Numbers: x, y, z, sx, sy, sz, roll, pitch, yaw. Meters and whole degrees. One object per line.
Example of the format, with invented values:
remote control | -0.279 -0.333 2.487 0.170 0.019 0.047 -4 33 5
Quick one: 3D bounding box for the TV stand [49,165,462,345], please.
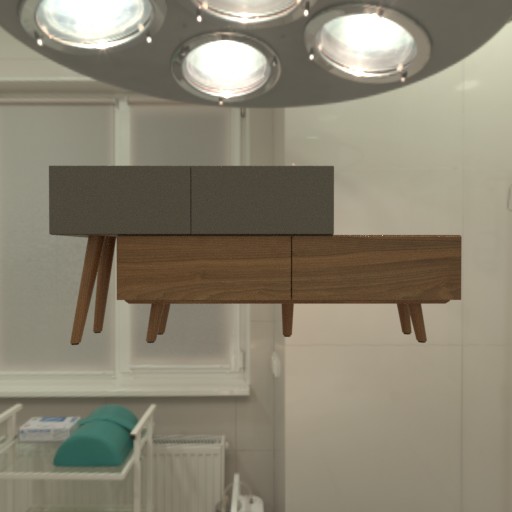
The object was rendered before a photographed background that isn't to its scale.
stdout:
TV stand | 0.000 0.000 1.592 1.336 0.591 0.329 0 1 0
